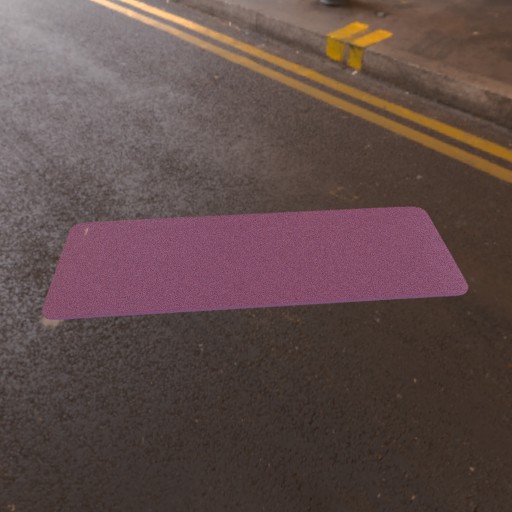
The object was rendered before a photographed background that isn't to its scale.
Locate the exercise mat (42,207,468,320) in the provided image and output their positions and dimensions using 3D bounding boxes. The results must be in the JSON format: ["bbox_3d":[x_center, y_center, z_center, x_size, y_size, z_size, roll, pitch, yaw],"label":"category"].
[{"bbox_3d":[0.000,0.000,2.124,1.869,0.021,0.616,-3,45,-3],"label":"exercise mat"}]
